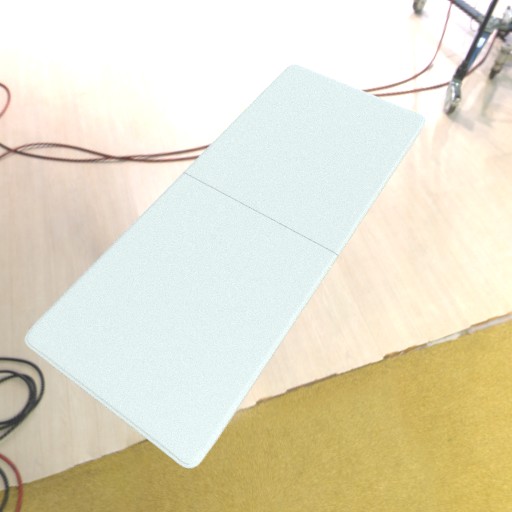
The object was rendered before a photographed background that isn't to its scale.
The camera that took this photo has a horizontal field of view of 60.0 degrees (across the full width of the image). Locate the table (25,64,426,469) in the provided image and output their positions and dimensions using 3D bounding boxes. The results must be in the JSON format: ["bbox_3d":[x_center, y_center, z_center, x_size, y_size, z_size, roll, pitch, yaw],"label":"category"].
[{"bbox_3d":[0.000,0.000,2.123,0.761,0.719,1.829,30,63,17],"label":"table"}]
